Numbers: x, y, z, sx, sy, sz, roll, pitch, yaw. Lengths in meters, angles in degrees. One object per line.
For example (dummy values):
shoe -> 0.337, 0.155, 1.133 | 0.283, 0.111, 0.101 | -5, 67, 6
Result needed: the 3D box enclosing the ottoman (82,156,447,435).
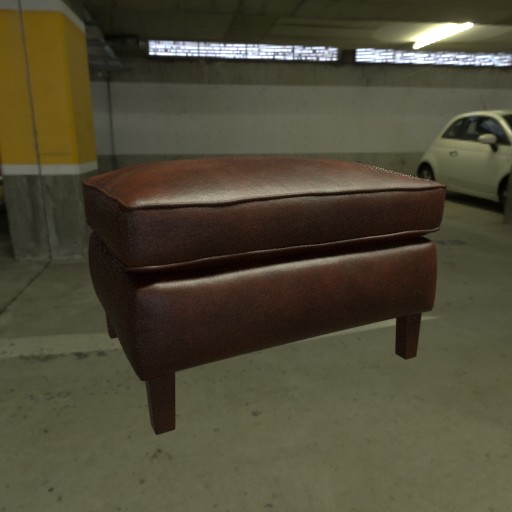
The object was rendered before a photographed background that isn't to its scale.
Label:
ottoman -> 0.000, 0.000, 0.987 | 0.665, 0.432, 0.501 | -8, 17, -26
